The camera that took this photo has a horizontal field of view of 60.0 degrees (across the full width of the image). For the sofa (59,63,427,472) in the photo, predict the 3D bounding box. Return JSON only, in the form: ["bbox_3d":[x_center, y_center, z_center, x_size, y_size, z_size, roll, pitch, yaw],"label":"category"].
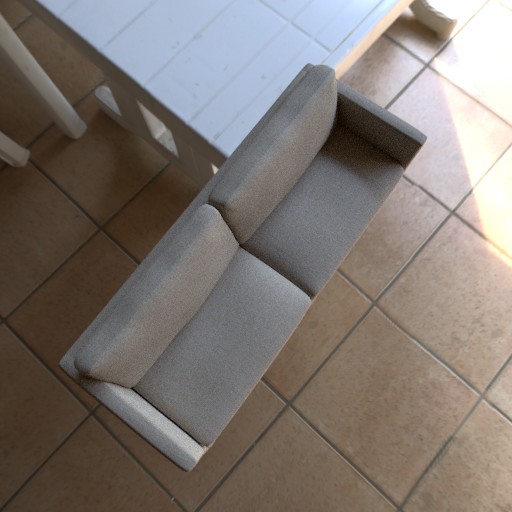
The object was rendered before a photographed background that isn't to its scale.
[{"bbox_3d":[0.000,0.000,2.848,0.951,0.965,2.434,36,78,9],"label":"sofa"}]
